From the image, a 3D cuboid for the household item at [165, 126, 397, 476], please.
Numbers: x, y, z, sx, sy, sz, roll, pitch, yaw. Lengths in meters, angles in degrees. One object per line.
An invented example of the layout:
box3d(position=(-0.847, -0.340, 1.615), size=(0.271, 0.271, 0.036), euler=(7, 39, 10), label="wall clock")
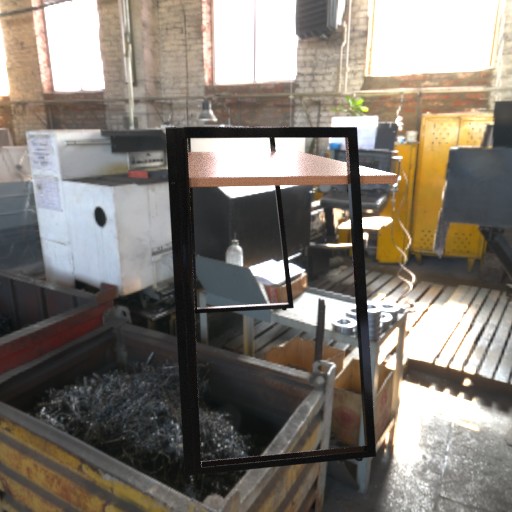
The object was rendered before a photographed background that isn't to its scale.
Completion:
box3d(position=(0.000, 0.000, 1.536), size=(0.510, 0.860, 1.050), euler=(-2, 16, -7), label="household item")
